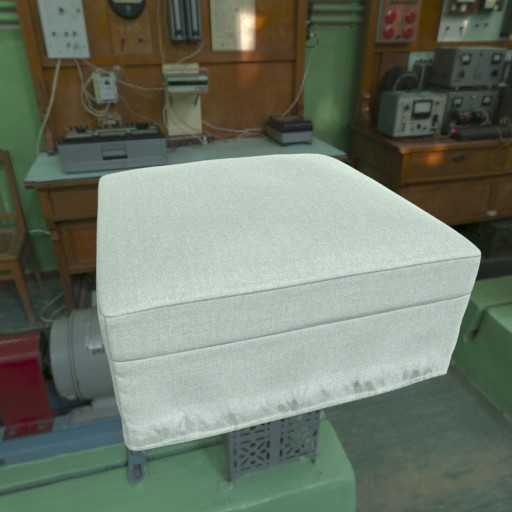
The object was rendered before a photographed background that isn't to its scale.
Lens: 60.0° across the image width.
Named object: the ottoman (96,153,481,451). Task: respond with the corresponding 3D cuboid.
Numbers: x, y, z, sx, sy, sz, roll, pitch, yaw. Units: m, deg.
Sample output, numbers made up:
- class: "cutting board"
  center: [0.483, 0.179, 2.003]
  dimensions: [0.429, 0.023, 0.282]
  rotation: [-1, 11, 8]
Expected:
- class: "ottoman"
  center: [0.000, 0.000, 1.298]
  dimensions: [0.843, 0.436, 0.840]
  rotation: [-8, 30, -15]
